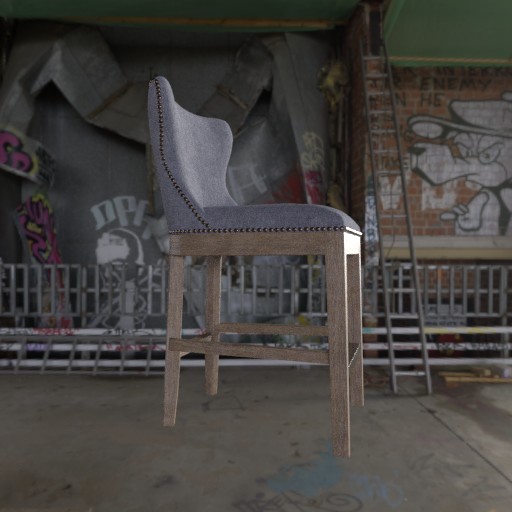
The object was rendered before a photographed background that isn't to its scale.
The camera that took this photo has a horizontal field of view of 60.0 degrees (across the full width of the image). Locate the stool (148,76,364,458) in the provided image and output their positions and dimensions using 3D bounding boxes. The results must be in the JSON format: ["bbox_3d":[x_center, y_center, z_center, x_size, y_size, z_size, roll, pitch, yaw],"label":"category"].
[{"bbox_3d":[0.000,0.000,1.353,0.608,0.981,0.498,0,1,19],"label":"stool"}]
